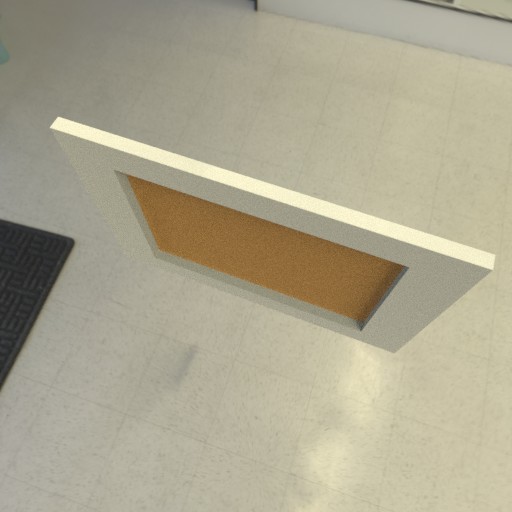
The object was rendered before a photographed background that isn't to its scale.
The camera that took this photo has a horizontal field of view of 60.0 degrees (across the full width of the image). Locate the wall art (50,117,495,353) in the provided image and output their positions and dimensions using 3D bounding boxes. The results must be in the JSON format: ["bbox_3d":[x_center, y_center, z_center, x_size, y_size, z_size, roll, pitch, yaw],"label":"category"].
[{"bbox_3d":[0.000,0.000,1.134,0.906,0.617,0.033,19,66,9],"label":"wall art"}]
